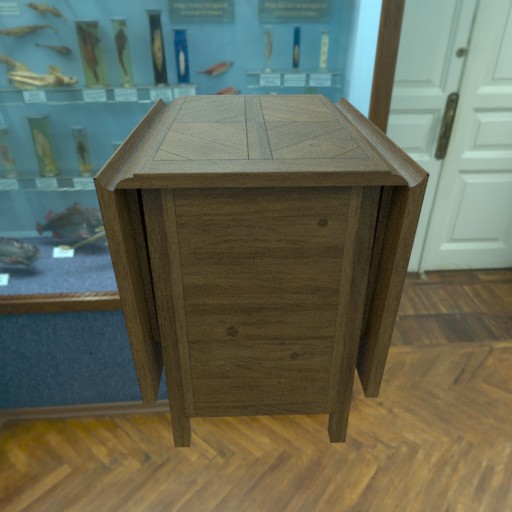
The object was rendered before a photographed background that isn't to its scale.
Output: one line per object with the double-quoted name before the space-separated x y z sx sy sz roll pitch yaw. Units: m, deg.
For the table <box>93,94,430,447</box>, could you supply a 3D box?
"table" 0.000 0.000 1.285 0.591 0.763 0.746 -1 30 -2
